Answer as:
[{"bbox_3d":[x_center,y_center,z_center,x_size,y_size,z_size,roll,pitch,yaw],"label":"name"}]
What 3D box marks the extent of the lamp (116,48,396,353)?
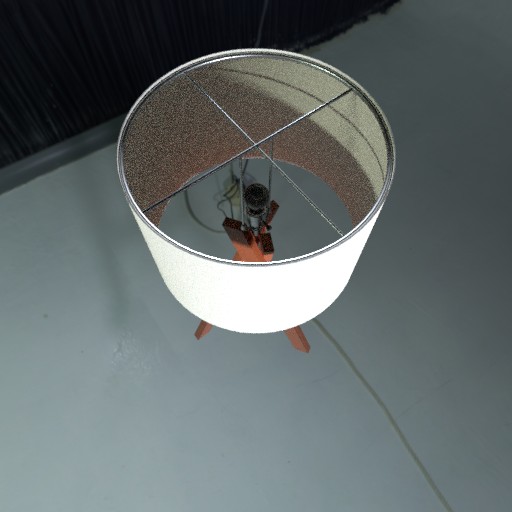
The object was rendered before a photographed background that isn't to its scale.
[{"bbox_3d":[0.000,0.000,0.913,0.380,0.686,0.380,-34,68,-16],"label":"lamp"}]
